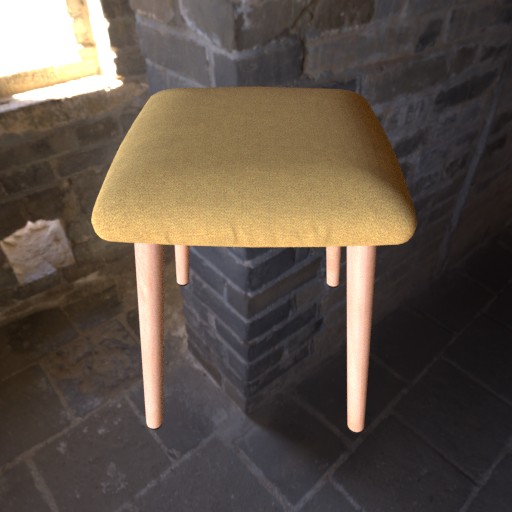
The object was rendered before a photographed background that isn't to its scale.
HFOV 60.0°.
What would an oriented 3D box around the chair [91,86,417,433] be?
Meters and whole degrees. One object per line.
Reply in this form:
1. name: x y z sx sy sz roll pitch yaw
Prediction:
1. chair: 0.000 0.000 0.682 0.350 0.440 0.350 1 41 1
